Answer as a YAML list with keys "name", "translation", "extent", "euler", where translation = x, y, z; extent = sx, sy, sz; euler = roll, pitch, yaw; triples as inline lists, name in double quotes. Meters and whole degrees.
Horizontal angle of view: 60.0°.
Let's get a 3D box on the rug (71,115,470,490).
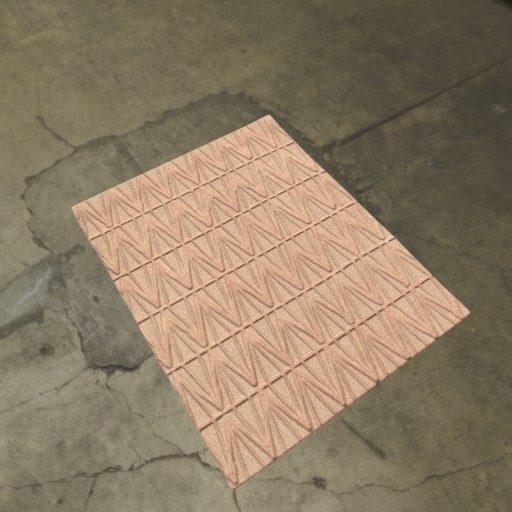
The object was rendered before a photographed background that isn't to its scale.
- name: "rug"
  translation: [0.000, 0.000, 4.136]
  extent: [2.453, 0.043, 3.052]
  euler: [-30, 62, -17]
